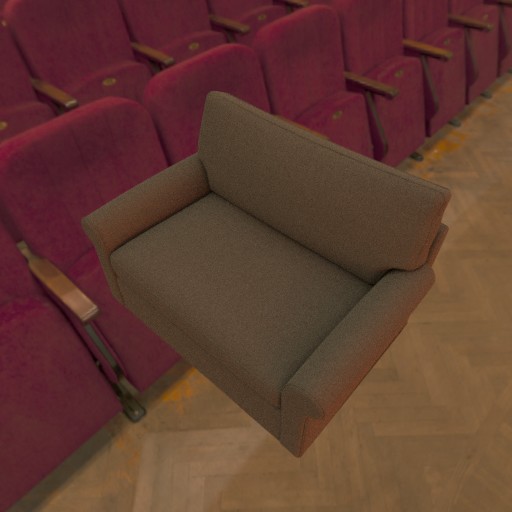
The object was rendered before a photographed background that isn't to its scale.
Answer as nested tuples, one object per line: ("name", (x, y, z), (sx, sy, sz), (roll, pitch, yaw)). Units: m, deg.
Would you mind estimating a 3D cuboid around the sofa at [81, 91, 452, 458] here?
("sofa", (0.000, 0.000, 2.045), (1.410, 0.953, 0.940), (33, 54, 28))
